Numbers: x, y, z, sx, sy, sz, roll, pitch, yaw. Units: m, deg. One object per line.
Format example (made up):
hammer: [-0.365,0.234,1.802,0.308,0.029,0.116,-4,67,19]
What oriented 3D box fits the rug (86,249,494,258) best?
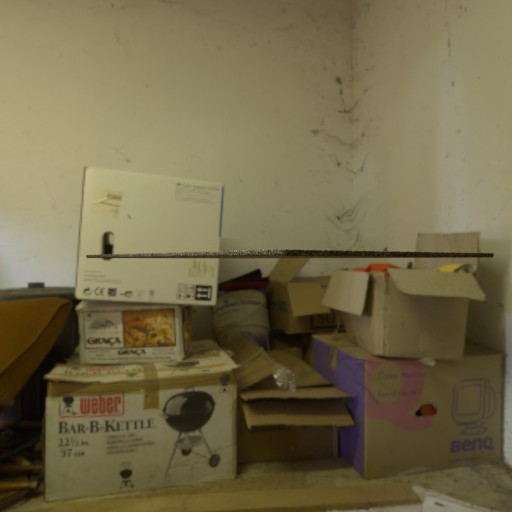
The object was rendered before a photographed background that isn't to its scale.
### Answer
rug: [0.000,0.000,2.903,1.501,0.025,2.352,0,-1,-37]
